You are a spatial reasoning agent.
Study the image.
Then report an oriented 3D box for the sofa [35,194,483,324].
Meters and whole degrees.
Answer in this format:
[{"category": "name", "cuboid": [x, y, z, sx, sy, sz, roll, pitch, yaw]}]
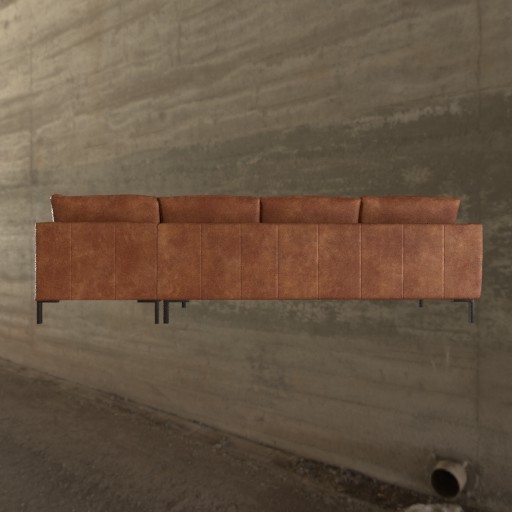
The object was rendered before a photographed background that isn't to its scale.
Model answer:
[{"category": "sofa", "cuboid": [0.000, 0.000, 3.854, 2.984, 0.877, 1.938, 0, 0, -1]}]
